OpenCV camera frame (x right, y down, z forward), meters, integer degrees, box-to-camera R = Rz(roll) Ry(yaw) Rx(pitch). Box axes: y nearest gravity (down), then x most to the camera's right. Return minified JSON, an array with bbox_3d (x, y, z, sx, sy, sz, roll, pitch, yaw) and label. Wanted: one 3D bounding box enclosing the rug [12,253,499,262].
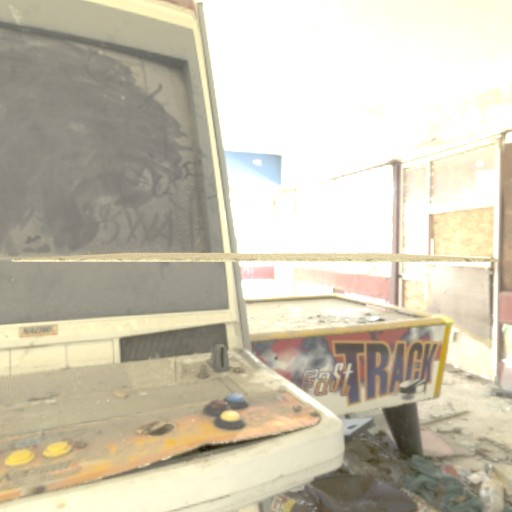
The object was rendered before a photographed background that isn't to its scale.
[{"bbox_3d":[0.000,0.000,3.966,3.038,0.019,2.420,0,1,1],"label":"rug"}]
